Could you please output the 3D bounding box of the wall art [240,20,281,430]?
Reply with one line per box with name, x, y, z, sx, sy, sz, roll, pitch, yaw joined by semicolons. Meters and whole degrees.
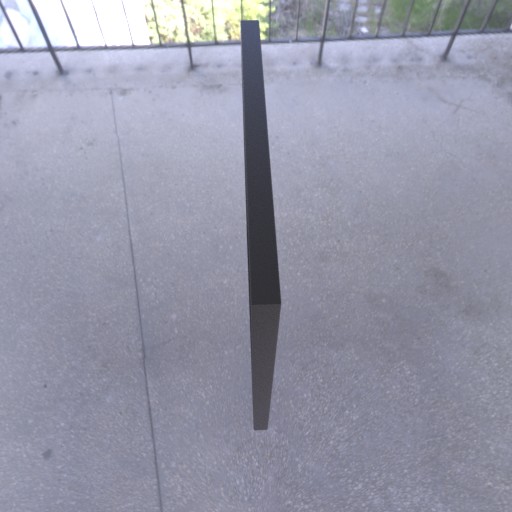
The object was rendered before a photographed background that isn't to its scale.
wall art;0.000;0.000;0.747;0.028;0.551;0.451;-2;58;-1
